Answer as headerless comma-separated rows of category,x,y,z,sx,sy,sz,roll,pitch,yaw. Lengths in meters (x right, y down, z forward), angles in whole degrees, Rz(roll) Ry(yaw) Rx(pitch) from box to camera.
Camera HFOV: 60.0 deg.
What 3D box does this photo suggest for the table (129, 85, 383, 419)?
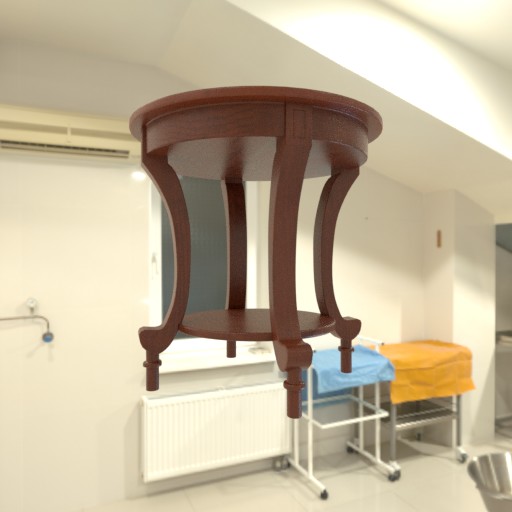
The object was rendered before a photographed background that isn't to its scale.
table,0.000,0.000,1.087,0.597,0.612,0.597,0,1,0
